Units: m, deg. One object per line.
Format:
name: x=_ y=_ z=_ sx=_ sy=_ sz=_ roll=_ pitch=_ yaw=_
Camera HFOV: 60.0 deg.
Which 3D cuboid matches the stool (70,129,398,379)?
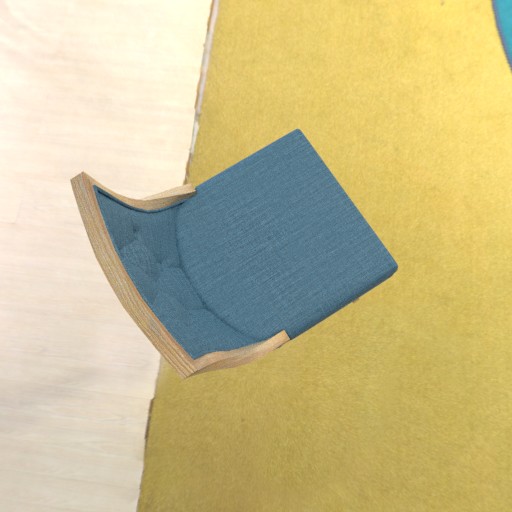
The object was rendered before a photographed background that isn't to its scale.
stool: x=0.000 y=0.000 z=1.288 sx=0.626 sy=0.938 sz=0.524 roll=-31 pitch=78 yaw=-7
